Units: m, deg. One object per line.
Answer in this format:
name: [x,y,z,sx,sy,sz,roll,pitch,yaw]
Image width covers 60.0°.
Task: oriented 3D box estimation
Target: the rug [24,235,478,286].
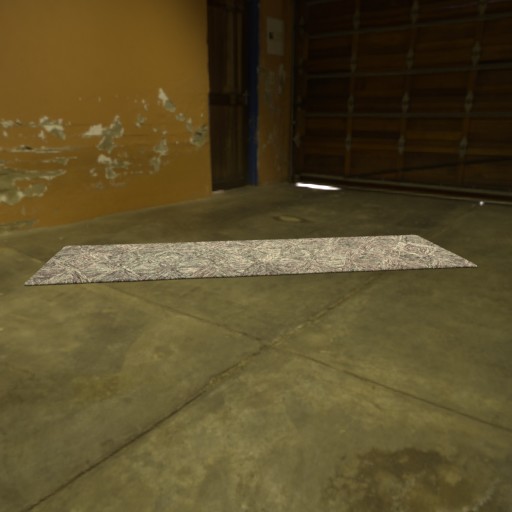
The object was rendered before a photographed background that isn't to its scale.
rug: [0.000,0.000,2.556,2.305,0.013,0.719,-2,17,-7]
